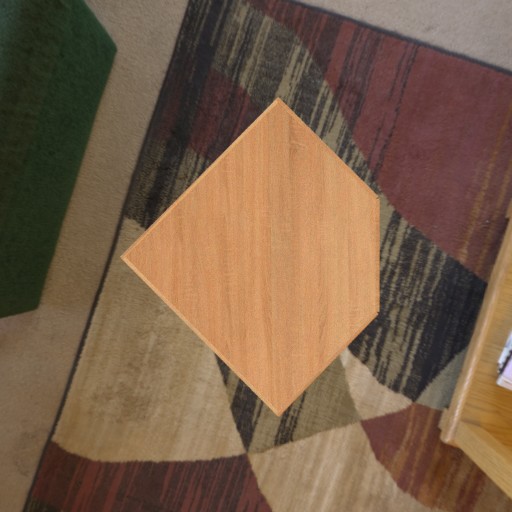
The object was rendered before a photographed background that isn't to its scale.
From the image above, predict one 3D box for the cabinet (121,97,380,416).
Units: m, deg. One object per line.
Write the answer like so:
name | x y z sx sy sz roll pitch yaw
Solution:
cabinet | 0.000 0.000 2.903 1.094 2.120 1.327 0 90 1
